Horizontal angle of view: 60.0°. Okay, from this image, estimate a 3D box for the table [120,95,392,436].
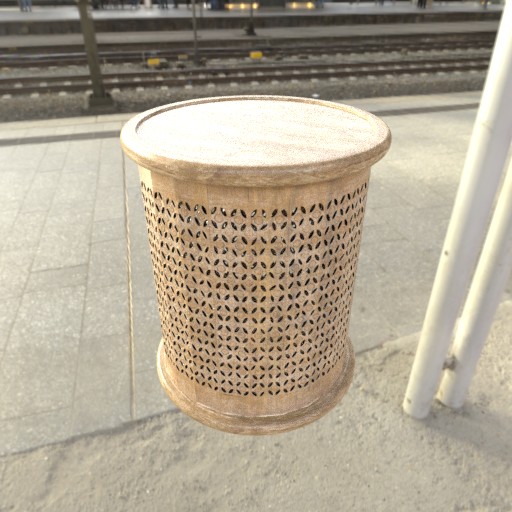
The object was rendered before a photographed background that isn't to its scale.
[{"bbox_3d":[0.000,0.000,0.806,0.407,0.482,0.407,0,31,0],"label":"table"}]
